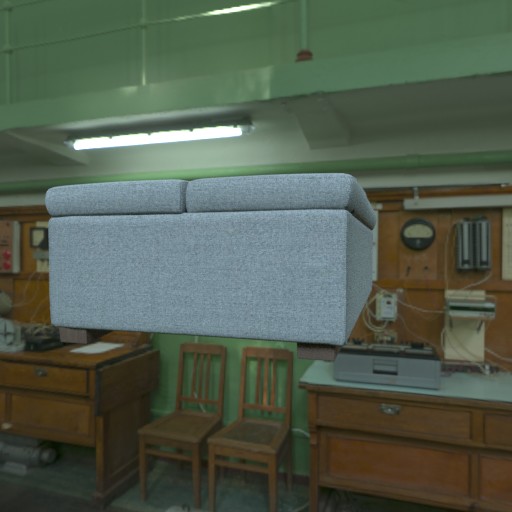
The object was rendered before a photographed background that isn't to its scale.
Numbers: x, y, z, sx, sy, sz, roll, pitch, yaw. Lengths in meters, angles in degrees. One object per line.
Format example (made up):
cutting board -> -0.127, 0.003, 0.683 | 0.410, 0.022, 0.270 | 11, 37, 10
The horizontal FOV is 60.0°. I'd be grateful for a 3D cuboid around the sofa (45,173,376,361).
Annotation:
sofa -> 0.000, 0.000, 1.628 | 0.817, 0.434, 1.250 | 0, 1, 17
